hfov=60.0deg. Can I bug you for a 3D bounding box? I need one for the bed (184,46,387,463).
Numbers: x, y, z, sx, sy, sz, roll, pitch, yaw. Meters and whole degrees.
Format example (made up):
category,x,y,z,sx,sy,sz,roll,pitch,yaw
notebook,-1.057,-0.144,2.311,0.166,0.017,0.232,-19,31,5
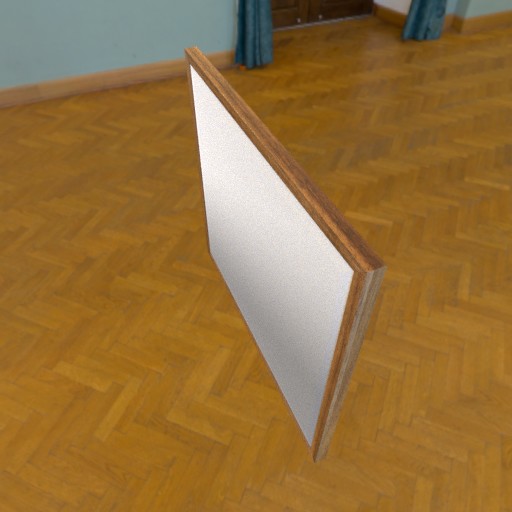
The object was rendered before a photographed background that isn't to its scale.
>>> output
category,x,y,z,sx,sy,sz,roll,pitch,yaw
bed,0.000,0.000,1.433,0.043,0.940,1.041,-18,49,-16
